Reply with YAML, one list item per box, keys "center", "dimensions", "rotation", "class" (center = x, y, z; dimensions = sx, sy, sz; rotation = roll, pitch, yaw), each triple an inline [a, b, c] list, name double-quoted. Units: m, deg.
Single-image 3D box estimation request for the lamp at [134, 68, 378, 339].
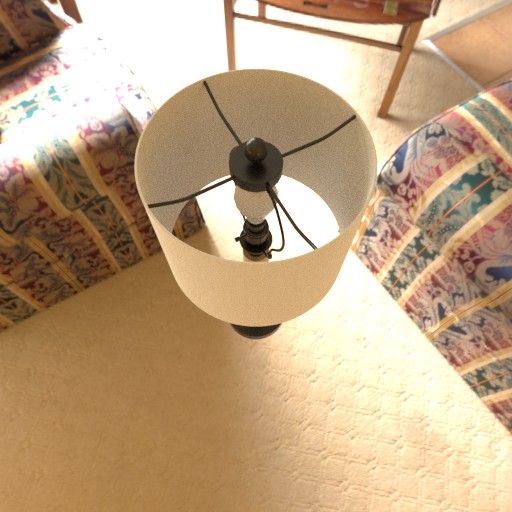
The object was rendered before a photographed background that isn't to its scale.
- center: [0.000, 0.000, 0.825]
  dimensions: [0.305, 0.640, 0.305]
  rotation: [17, 66, 8]
  class: "lamp"
